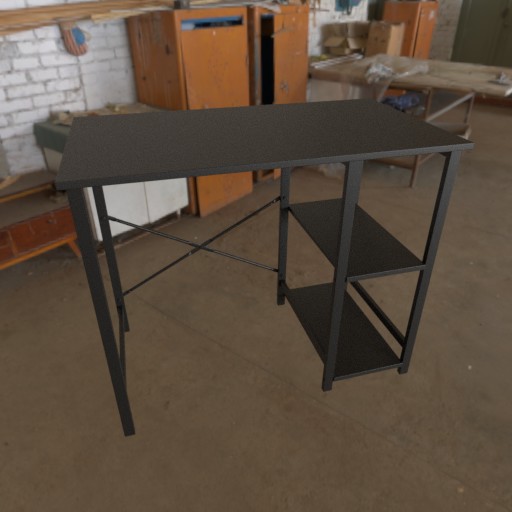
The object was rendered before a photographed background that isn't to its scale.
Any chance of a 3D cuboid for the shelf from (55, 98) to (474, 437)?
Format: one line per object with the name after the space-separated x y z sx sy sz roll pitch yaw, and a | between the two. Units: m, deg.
0.000 0.000 1.310 0.902 0.749 0.498 -8 32 -13 | shelf
